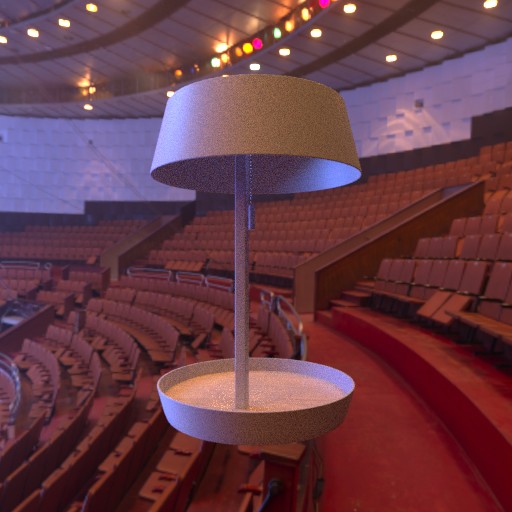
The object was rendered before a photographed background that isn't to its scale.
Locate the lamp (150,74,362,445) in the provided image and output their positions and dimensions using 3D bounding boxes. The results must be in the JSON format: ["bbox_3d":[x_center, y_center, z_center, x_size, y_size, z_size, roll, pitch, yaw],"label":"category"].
[{"bbox_3d":[0.000,0.000,0.624,0.291,0.429,0.291,0,0,0],"label":"lamp"}]
